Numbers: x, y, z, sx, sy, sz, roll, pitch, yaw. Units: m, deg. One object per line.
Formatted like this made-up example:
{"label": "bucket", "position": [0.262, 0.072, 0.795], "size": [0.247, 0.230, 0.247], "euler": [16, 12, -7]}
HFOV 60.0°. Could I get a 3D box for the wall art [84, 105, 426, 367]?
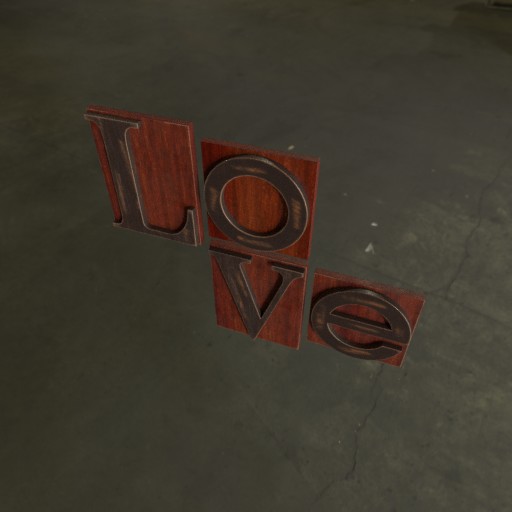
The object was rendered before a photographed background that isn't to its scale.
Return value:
{"label": "wall art", "position": [0.000, 0.000, 0.859], "size": [0.635, 0.497, 0.030], "euler": [14, 43, 15]}
